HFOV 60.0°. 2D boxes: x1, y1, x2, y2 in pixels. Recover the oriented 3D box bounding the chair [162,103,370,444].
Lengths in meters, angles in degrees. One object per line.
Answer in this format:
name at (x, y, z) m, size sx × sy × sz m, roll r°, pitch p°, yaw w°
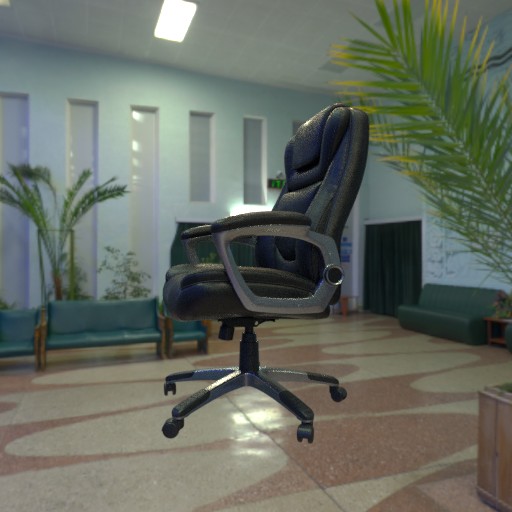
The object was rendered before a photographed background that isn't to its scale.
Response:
chair at (0.000, 0.000, 1.565) m, size 0.689 × 1.075 × 0.697 m, roll 0°, pitch 0°, yaw -18°
